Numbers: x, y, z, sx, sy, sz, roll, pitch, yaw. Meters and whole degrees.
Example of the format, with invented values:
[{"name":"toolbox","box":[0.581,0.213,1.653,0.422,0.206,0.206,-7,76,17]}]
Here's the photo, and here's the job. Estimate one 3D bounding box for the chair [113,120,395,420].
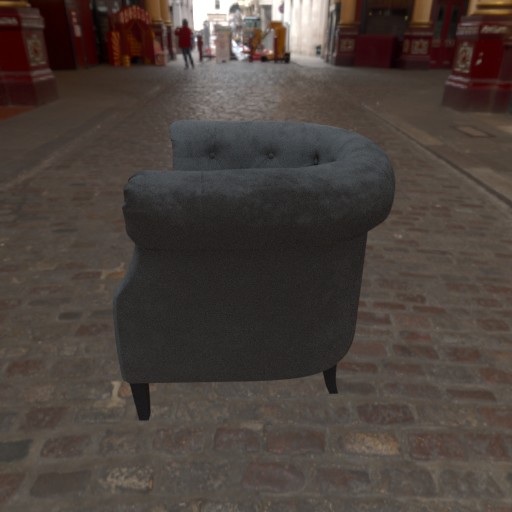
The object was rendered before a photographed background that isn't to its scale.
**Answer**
[{"name":"chair","box":[0.000,0.000,1.582,0.851,0.826,0.904,-1,27,-1]}]
